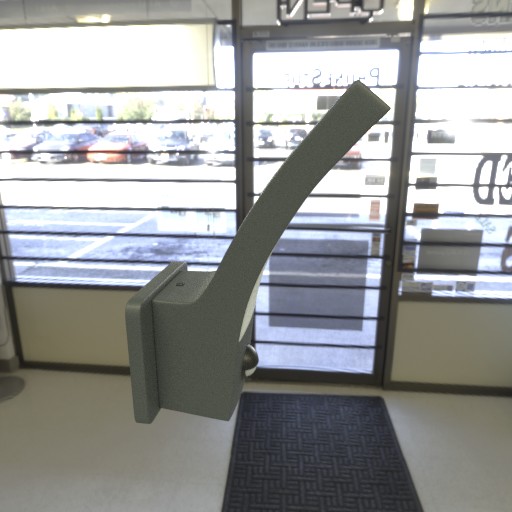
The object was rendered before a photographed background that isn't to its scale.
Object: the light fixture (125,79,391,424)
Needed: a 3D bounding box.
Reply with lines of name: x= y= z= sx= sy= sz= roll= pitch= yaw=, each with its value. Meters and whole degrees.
light fixture: x=0.000 y=0.000 z=0.334 sx=0.174 sy=0.243 sz=0.108 roll=3 pitch=17 yaw=9
